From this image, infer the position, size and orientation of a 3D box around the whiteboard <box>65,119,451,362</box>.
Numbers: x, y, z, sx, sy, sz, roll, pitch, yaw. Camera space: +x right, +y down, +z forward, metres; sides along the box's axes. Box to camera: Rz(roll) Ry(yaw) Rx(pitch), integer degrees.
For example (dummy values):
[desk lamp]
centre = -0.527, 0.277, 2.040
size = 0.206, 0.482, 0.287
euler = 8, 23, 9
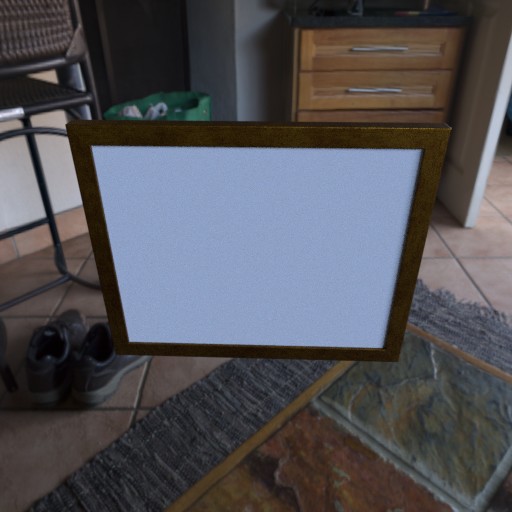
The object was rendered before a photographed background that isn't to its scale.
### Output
[whiteboard]
centre = 0.000, 0.000, 0.774
size = 0.561, 0.457, 0.029
euler = 1, 31, 2
